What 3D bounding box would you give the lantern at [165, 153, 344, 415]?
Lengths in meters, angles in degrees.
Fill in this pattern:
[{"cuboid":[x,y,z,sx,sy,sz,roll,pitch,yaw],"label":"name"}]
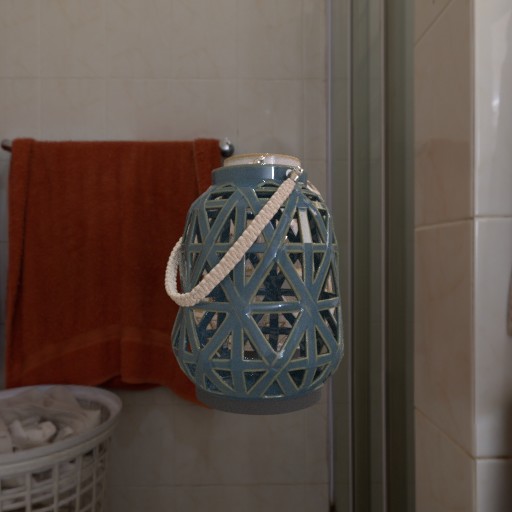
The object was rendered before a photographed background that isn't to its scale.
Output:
[{"cuboid":[0.000,0.000,0.624,0.245,0.307,0.439,0,0,1],"label":"lantern"}]
